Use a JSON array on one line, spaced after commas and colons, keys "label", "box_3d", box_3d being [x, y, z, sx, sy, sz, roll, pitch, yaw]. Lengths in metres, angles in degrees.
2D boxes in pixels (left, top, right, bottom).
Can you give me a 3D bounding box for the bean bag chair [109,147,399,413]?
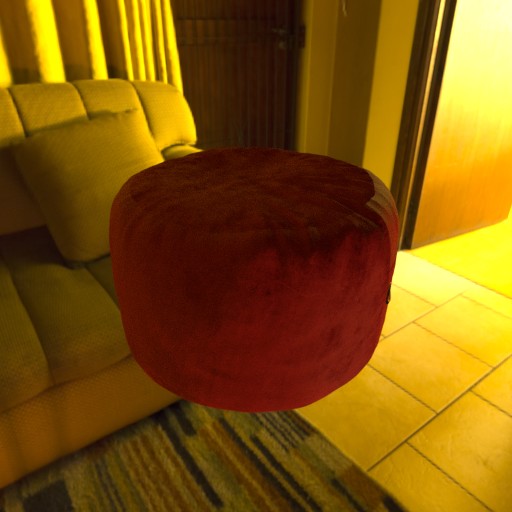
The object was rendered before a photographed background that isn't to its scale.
[{"label": "bean bag chair", "box_3d": [0.000, 0.000, 1.978, 1.219, 0.762, 1.219, 0, 28, 0]}]
